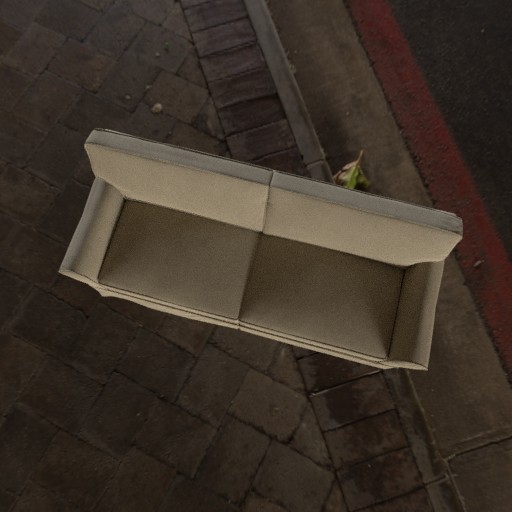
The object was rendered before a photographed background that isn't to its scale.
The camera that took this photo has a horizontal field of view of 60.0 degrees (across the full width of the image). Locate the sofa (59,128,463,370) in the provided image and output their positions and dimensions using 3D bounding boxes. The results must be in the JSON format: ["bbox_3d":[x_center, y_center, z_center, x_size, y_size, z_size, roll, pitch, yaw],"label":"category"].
[{"bbox_3d":[0.000,0.000,2.752,2.246,1.014,0.900,14,76,4],"label":"sofa"}]
